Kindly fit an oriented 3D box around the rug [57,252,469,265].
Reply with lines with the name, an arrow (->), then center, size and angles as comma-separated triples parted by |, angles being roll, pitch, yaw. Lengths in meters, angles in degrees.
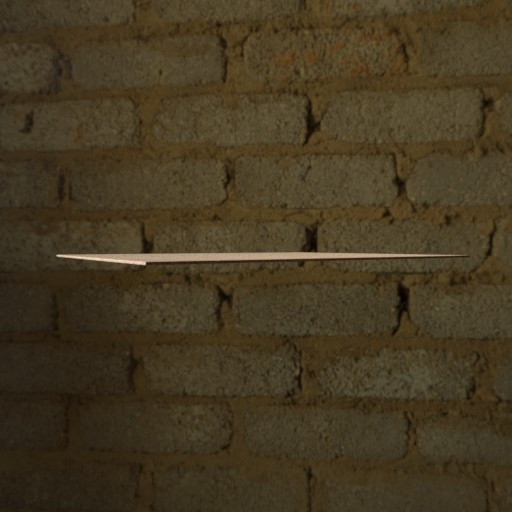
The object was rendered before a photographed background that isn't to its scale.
rug -> 0.000, 0.000, 4.160 | 3.039, 0.019, 2.420 | -1, 1, -34
